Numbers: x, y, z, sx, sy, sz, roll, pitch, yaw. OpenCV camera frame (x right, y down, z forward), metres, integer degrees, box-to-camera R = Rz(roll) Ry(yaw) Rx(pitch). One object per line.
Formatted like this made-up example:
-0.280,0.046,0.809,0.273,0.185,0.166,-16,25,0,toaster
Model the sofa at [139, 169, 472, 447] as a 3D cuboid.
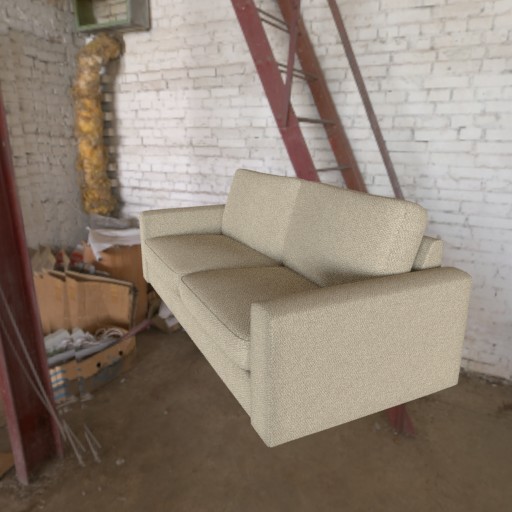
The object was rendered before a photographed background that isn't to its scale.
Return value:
0.000,0.000,2.649,1.016,0.873,2.179,-8,18,-25,sofa
